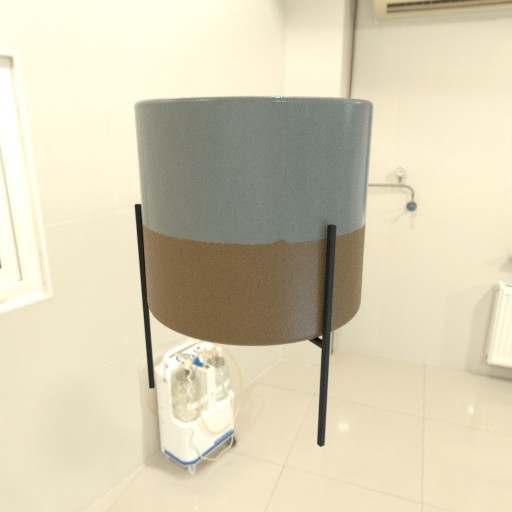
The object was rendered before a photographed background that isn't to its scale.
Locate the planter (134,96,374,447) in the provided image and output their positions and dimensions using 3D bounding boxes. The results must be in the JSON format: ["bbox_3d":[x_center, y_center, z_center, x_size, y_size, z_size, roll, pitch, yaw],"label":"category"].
[{"bbox_3d":[0.000,0.000,0.730,0.348,0.480,0.360,9,19,26],"label":"planter"}]
